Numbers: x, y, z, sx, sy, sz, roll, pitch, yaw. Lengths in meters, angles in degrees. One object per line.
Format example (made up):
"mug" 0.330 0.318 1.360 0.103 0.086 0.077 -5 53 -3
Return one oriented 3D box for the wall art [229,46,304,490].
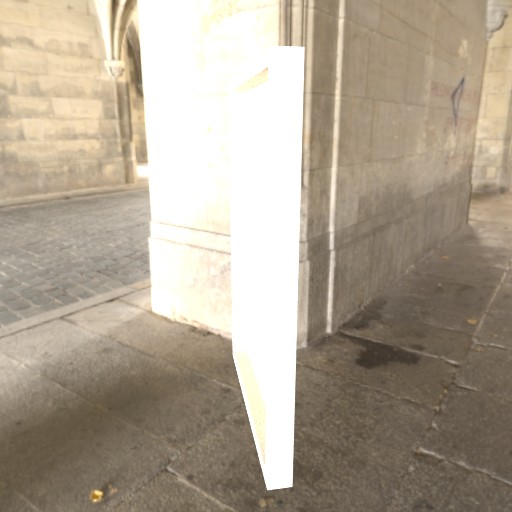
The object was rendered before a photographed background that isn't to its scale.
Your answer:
"wall art" 0.000 0.000 0.781 0.038 0.608 0.418 -3 16 -10
